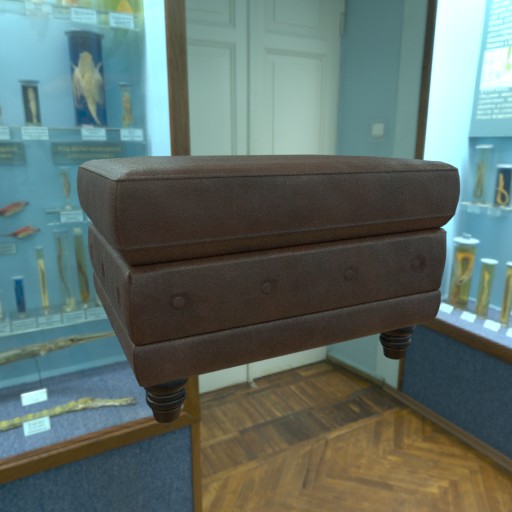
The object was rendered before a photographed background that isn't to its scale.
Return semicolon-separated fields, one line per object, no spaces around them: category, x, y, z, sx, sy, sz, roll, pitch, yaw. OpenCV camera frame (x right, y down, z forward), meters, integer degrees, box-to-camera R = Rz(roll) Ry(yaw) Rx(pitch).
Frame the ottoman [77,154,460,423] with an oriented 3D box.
ottoman;0.000;0.000;1.156;0.795;0.509;0.588;-7;15;-26
